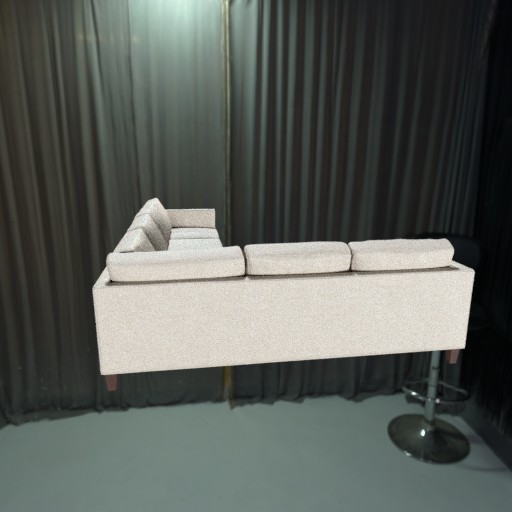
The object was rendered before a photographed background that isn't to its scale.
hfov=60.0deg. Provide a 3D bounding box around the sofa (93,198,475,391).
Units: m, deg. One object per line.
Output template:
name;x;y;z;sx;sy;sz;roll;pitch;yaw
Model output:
sofa;0.000;0.000;4.295;2.432;0.863;3.182;-2;14;-9
